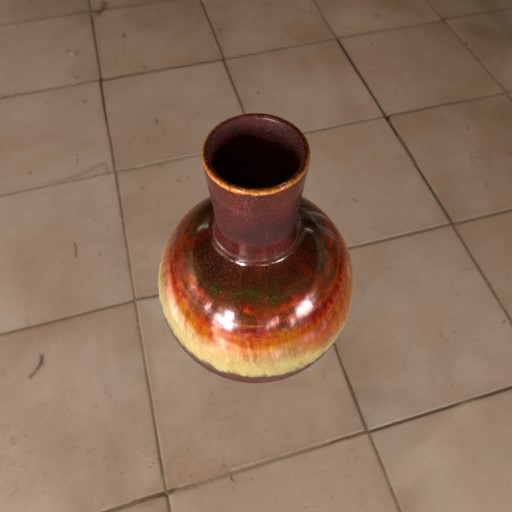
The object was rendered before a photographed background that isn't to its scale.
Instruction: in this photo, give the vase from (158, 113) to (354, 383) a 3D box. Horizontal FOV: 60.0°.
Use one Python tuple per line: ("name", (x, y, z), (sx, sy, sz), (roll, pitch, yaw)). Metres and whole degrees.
("vase", (0.000, 0.000, 0.232), (0.111, 0.154, 0.111), (0, 59, 0))
